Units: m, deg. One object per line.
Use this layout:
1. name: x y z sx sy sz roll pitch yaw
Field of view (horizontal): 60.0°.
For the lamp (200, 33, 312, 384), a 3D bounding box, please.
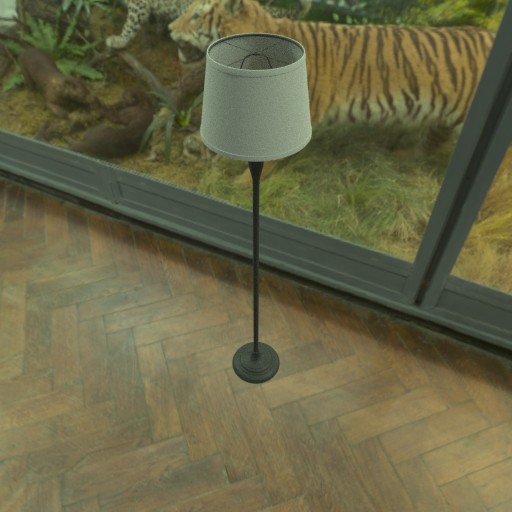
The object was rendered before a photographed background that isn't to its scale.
1. lamp: 0.000 0.000 1.677 0.327 1.506 0.327 -3 45 -3
